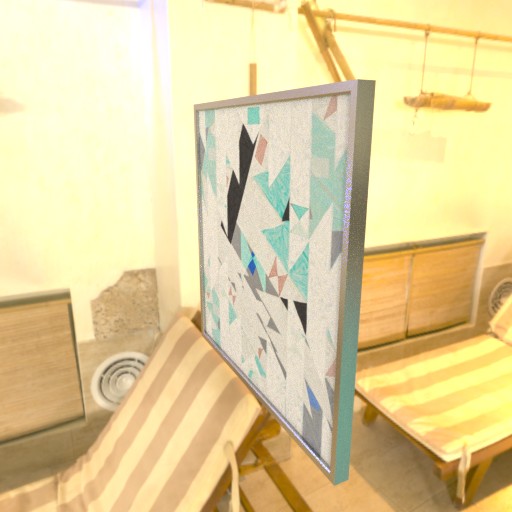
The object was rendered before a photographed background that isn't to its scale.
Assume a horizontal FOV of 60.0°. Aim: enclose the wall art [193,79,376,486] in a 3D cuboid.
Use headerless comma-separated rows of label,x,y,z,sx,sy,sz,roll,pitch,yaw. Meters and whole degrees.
wall art,0.000,0.000,1.186,0.038,0.806,0.806,-8,18,-26
